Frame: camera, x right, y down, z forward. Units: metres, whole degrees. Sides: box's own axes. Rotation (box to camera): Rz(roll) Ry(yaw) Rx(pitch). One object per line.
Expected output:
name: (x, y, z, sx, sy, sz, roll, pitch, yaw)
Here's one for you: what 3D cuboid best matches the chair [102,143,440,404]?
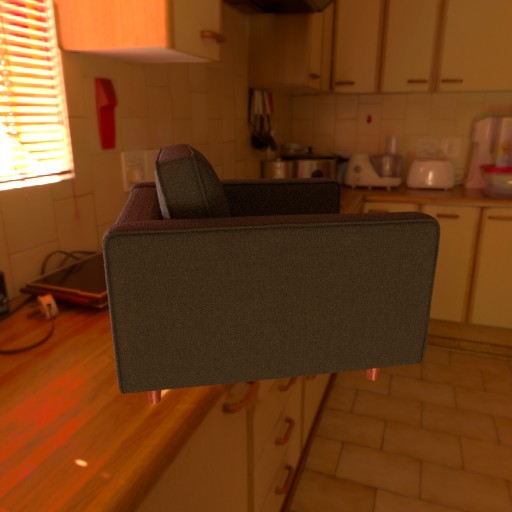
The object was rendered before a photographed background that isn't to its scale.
chair: (0.000, 0.000, 1.605, 0.919, 0.770, 0.899, -3, 18, -10)
